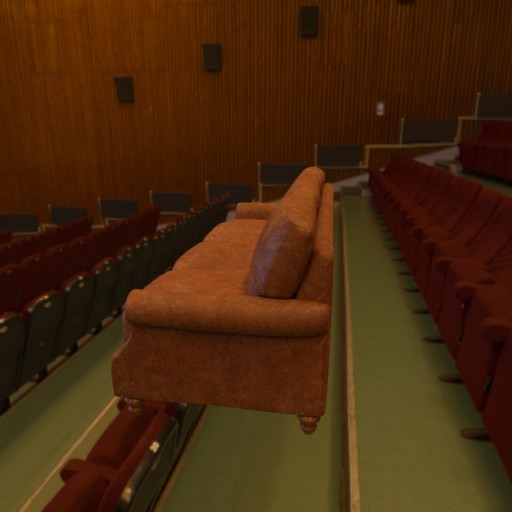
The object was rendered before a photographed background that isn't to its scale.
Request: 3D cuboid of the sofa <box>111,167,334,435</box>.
[{"bbox_3d":[0.000,0.000,2.859,0.973,0.977,2.351,3,17,9],"label":"sofa"}]
